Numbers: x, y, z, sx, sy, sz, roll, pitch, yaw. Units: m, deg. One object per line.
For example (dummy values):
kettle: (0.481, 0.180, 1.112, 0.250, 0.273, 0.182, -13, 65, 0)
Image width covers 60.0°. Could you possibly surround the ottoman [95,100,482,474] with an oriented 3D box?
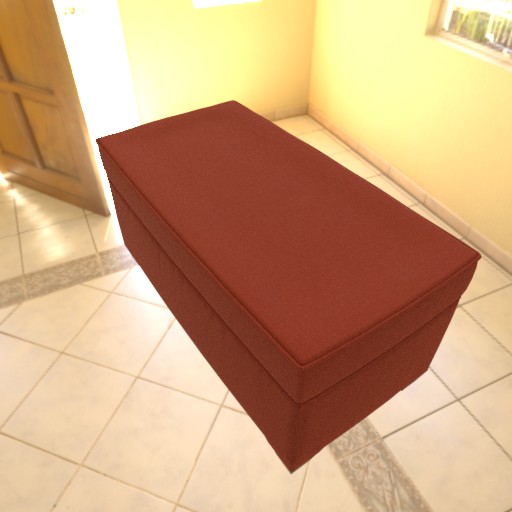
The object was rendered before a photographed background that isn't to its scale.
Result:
ottoman: (0.000, 0.000, 1.211, 0.497, 0.454, 0.948, -25, 48, -25)
